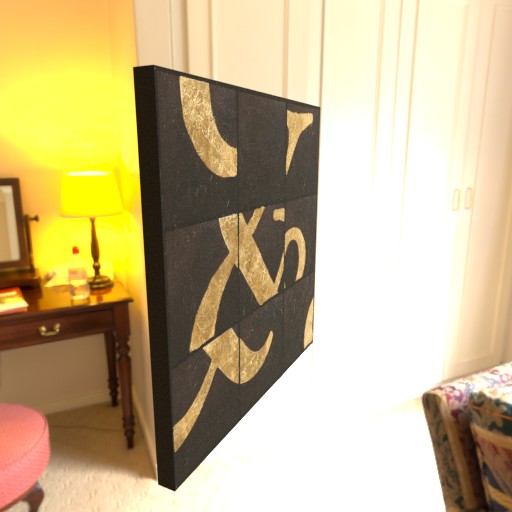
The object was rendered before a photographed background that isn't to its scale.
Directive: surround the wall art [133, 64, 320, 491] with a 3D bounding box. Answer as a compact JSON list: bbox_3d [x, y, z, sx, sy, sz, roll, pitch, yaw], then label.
[{"bbox_3d":[0.000,0.000,1.093,0.044,0.758,0.758,7,15,26],"label":"wall art"}]
